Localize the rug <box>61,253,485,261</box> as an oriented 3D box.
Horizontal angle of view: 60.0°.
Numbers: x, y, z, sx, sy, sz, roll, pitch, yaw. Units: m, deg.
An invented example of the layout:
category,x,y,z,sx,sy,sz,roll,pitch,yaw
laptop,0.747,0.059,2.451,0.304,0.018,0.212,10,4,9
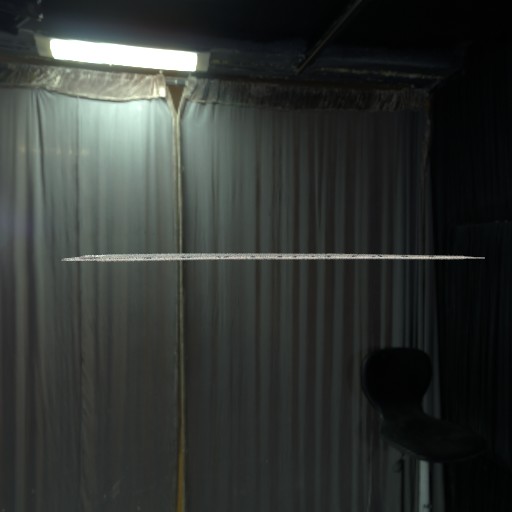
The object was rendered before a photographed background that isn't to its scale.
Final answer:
category,x,y,z,sx,sy,sz,roll,pitch,yaw
rug,0.000,0.000,4.268,3.213,0.030,2.388,0,1,-17
